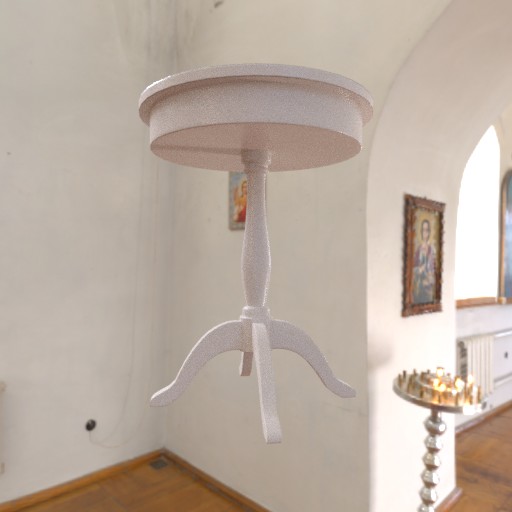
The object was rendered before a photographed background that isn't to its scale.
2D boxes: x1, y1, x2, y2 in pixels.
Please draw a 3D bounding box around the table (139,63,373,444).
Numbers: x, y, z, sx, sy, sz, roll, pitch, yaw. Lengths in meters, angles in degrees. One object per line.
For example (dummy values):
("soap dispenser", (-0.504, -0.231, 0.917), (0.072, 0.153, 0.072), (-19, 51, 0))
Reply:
("table", (0.000, 0.000, 1.004), (0.513, 0.653, 0.513), (0, 0, 0))
